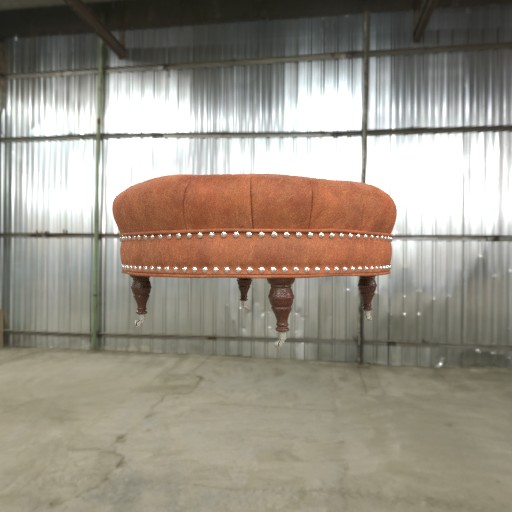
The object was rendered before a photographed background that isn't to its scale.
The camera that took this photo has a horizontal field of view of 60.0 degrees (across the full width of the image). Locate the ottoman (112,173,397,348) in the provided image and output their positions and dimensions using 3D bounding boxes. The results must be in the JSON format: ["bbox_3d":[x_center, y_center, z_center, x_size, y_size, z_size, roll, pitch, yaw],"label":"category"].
[{"bbox_3d":[0.000,0.000,1.452,0.901,0.444,0.901,0,0,0],"label":"ottoman"}]
